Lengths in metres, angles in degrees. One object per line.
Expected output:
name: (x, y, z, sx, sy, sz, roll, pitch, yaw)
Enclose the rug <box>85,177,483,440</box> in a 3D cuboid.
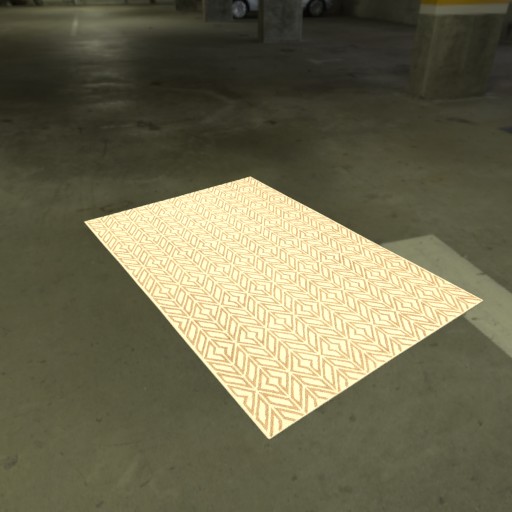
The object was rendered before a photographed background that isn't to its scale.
rug: (0.000, 0.000, 2.331, 1.220, 0.007, 1.828, -21, 38, -30)
